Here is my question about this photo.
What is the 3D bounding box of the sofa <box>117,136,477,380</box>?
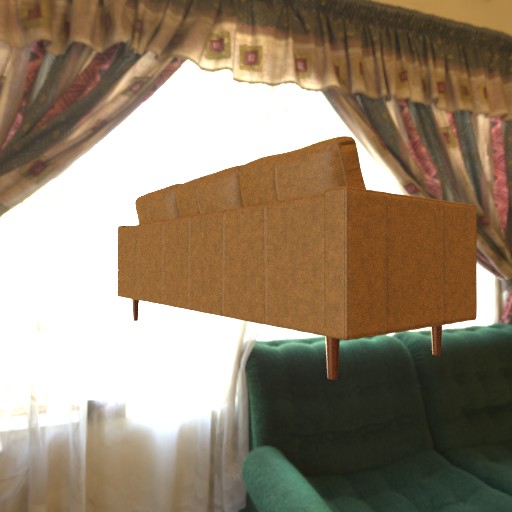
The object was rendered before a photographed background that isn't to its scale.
[{"bbox_3d":[0.000,0.000,2.645,0.903,0.930,2.231,0,-1,-37],"label":"sofa"}]
